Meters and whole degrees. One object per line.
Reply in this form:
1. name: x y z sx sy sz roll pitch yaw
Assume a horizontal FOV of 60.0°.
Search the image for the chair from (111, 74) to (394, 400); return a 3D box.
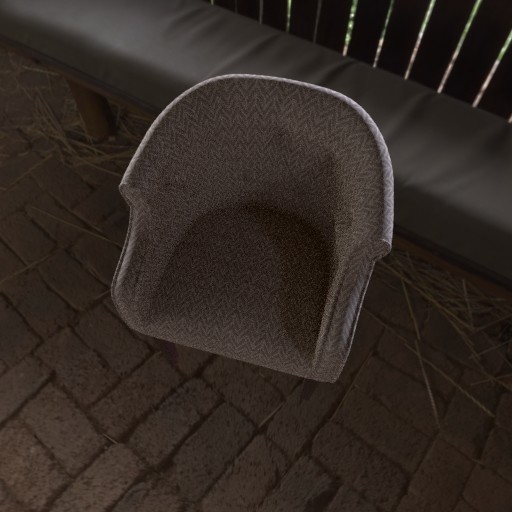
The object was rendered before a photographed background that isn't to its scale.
1. chair: 0.000 0.000 1.343 0.686 0.858 0.613 13 59 8
